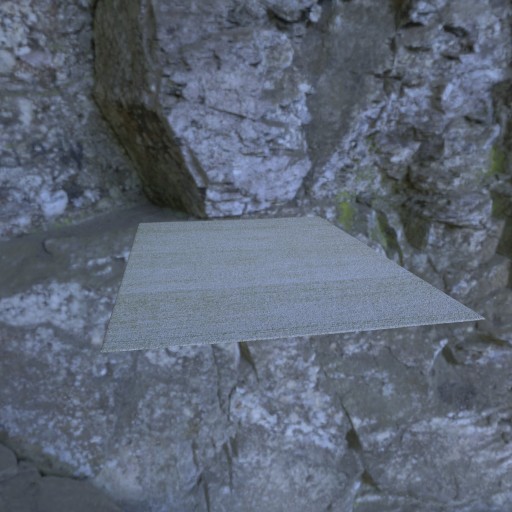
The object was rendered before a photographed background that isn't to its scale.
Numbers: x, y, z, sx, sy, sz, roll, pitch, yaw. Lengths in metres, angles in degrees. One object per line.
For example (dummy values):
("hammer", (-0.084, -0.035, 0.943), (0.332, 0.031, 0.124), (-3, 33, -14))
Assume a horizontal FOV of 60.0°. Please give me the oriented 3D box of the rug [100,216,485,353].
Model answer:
("rug", (0.000, 0.000, 4.941), (2.782, 0.025, 3.935), (-3, 17, -10))
